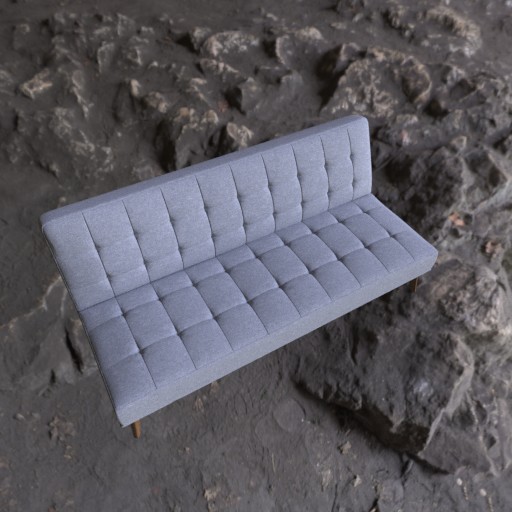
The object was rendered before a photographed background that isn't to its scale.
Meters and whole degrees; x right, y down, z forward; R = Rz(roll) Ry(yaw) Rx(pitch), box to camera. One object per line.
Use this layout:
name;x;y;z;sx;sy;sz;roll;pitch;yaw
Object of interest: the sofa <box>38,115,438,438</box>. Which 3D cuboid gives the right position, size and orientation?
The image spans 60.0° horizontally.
sofa;0.000;0.000;2.287;1.800;0.810;0.860;-23;51;-20
